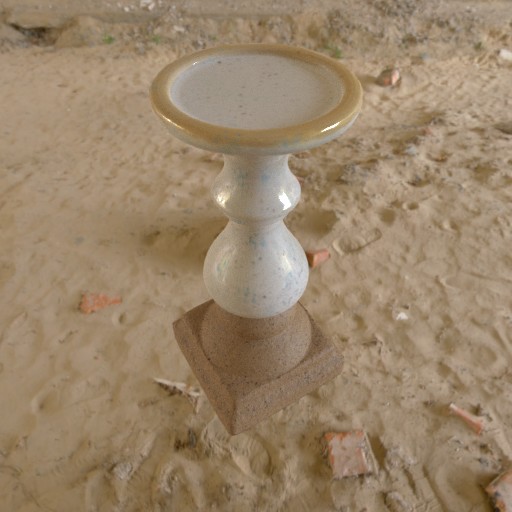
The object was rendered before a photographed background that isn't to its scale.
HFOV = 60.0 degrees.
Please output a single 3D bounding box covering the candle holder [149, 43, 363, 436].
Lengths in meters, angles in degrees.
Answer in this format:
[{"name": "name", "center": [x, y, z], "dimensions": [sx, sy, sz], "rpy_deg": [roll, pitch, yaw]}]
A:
[{"name": "candle holder", "center": [0.000, 0.000, 0.297], "dimensions": [0.110, 0.239, 0.110], "rpy_deg": [-23, 50, -21]}]
